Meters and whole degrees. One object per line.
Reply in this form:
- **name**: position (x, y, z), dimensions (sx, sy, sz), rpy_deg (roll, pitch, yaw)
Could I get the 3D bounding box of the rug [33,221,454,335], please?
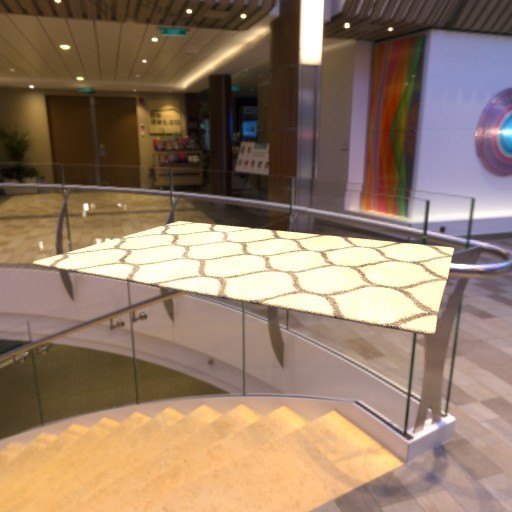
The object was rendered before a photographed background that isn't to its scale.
- **rug**: position (0.000, 0.000, 3.384), dimensions (2.701, 0.026, 1.801), rpy_deg (7, 17, 25)
